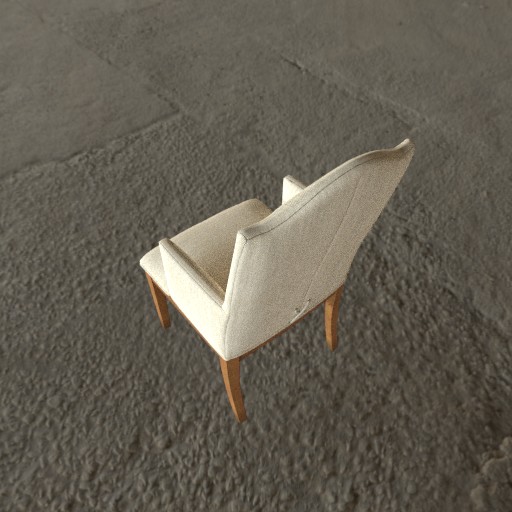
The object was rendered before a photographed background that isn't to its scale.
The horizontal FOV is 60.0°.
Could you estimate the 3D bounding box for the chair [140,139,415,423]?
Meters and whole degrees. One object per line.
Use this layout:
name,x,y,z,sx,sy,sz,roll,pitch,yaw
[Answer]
chair,0.000,0.000,1.380,0.533,1.016,0.641,-31,54,-26
